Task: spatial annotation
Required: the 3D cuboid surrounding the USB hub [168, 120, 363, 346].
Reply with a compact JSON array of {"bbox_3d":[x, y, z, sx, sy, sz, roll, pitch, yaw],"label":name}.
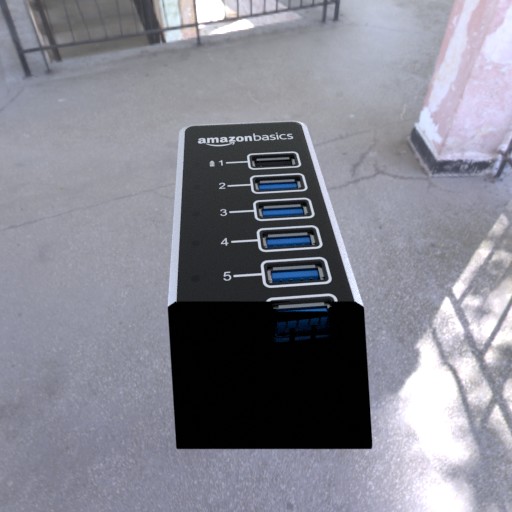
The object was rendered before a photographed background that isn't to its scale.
[{"bbox_3d":[0.000,0.000,0.126,0.044,0.023,0.110,-4,46,-3],"label":"USB hub"}]
